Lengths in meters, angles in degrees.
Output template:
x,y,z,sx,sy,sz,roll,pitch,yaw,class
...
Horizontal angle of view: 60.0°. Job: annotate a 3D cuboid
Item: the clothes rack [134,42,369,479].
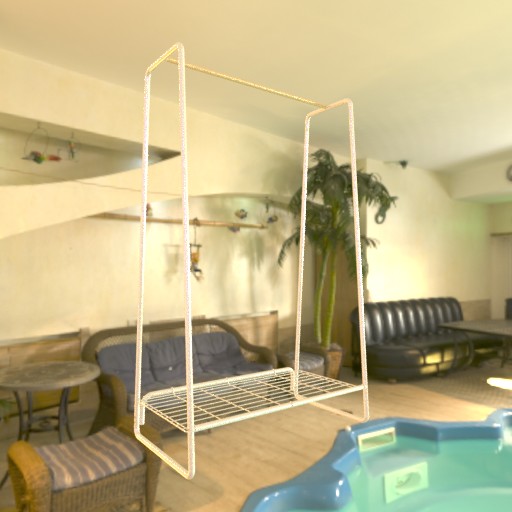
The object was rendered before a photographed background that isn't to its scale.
x,y,z,sx,sy,sz,roll,pitch,yaw,class
0.000,0.000,1.922,0.900,1.500,0.495,1,-1,-37,clothes rack
